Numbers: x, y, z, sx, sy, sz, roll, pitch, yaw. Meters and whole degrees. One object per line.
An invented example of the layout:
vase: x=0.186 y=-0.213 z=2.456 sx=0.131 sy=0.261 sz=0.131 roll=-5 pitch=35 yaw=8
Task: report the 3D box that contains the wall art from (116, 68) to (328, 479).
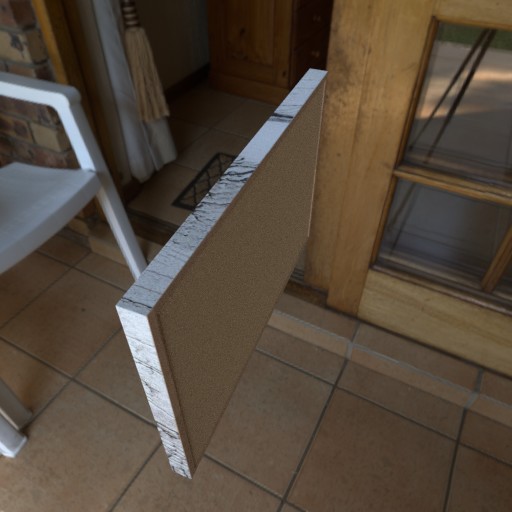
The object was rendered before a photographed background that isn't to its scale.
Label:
wall art: x=0.000 y=0.000 z=0.756 sx=0.035 sy=0.407 sz=0.613 roll=16 pitch=46 yaw=16
